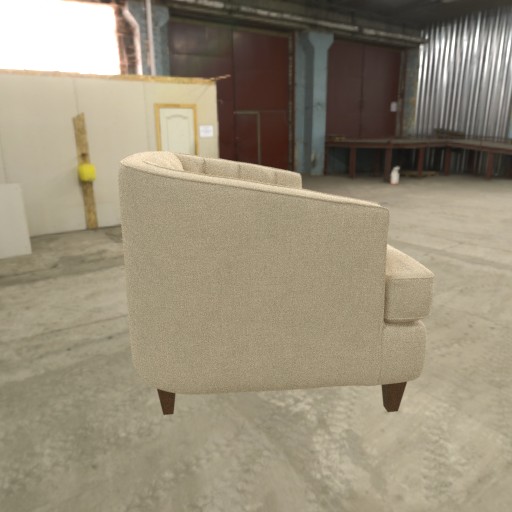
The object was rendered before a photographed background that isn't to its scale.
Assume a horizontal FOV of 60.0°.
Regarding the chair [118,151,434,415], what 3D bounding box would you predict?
[{"bbox_3d":[0.000,0.000,1.734,0.914,0.787,1.118,-2,16,-8],"label":"chair"}]
